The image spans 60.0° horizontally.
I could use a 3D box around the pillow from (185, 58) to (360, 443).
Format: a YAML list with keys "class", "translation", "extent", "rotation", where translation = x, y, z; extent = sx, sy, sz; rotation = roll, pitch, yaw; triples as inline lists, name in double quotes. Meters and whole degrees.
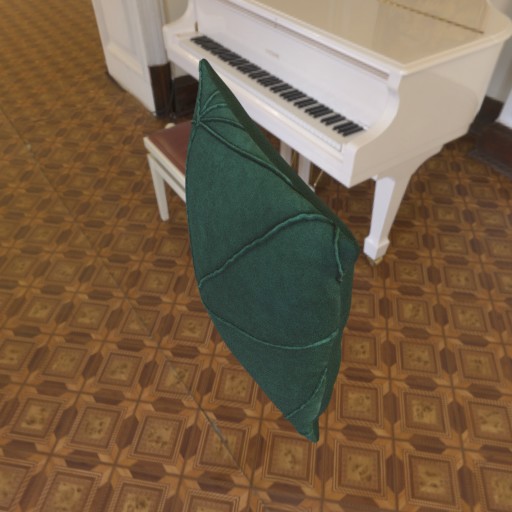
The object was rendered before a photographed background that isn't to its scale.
- class: "pillow"
  translation: [0.000, 0.000, 0.673]
  extent: [0.184, 0.440, 0.439]
  rotation: [-17, 48, -16]
